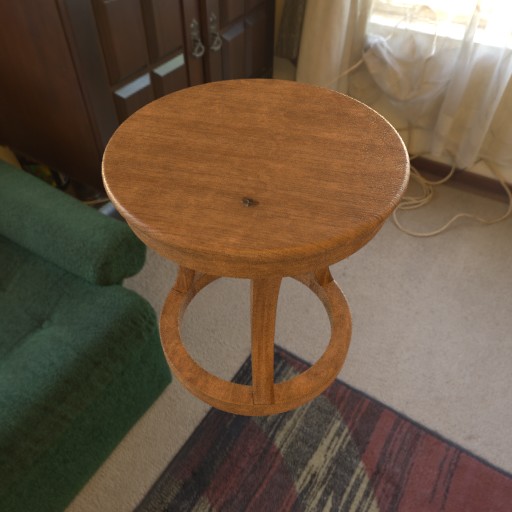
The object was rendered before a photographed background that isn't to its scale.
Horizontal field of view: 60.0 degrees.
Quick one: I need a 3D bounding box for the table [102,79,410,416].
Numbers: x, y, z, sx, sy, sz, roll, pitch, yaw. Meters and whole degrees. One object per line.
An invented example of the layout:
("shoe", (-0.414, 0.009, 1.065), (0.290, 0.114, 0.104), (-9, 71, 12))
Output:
("table", (0.000, 0.000, 0.798), (0.432, 0.460, 0.432), (0, 46, 0))
